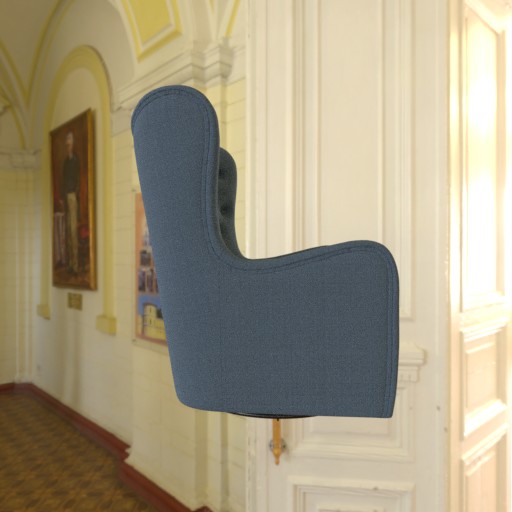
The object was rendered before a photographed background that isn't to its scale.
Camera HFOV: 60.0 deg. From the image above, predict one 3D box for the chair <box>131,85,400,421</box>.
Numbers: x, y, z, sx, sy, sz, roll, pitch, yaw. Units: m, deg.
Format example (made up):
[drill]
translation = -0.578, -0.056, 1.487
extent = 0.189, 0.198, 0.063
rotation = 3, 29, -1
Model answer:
[chair]
translation = 0.000, 0.000, 1.774
extent = 0.930, 1.079, 0.831
rotation = 0, 0, 2
